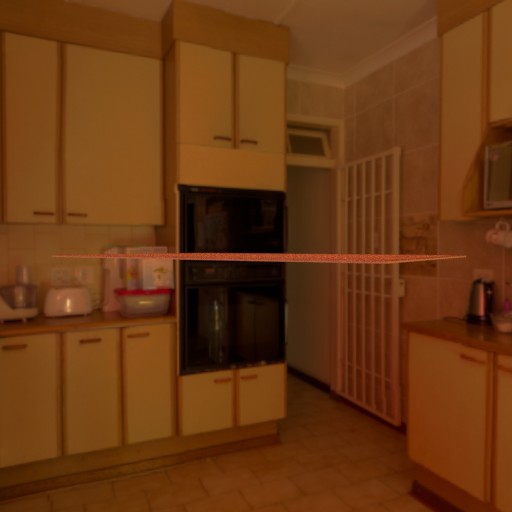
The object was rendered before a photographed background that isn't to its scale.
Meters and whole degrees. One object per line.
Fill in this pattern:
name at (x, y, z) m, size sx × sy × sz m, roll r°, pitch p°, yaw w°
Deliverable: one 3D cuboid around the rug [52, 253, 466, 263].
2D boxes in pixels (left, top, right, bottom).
rug at (0.000, 0.000, 2.342) m, size 1.829 × 0.010 × 1.219 m, roll 1°, pitch 1°, yaw 35°
